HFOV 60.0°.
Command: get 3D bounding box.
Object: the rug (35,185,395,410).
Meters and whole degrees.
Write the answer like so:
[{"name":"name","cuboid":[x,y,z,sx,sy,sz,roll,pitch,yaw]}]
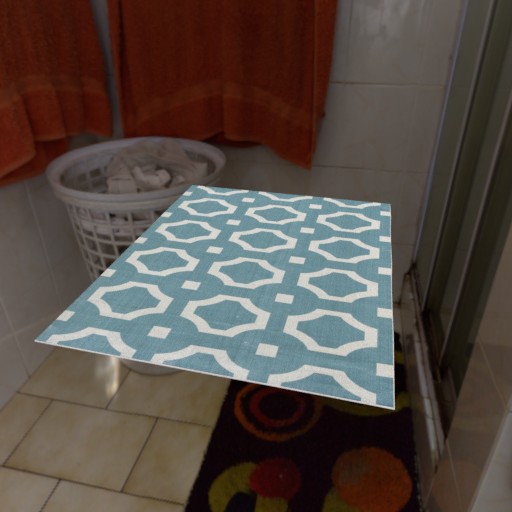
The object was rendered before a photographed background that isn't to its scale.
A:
[{"name":"rug","cuboid":[0.000,0.000,4.146,2.466,0.021,3.049,7,31,12]}]
